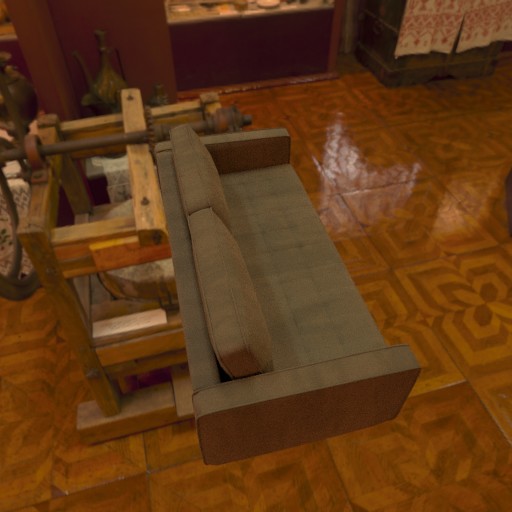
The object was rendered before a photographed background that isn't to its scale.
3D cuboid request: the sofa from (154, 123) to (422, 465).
[{"bbox_3d":[0.000,0.000,2.446,0.924,0.825,1.920,-10,46,-10],"label":"sofa"}]
